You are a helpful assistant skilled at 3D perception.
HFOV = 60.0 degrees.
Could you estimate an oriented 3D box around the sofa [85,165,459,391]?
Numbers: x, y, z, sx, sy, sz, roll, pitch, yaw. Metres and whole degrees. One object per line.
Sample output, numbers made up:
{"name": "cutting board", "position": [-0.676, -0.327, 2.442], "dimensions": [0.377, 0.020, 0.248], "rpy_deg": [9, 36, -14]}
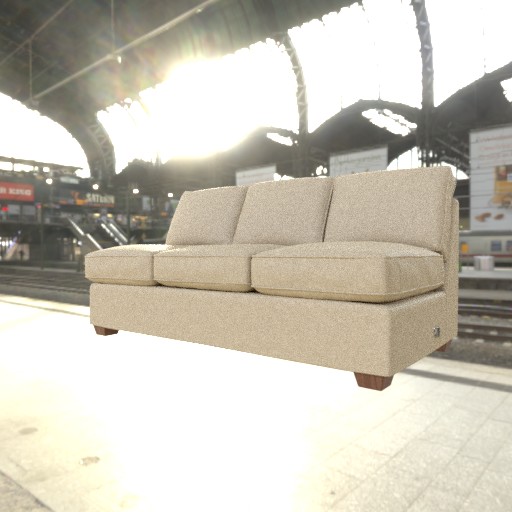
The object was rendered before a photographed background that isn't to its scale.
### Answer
{"name": "sofa", "position": [0.000, 0.000, 2.539], "dimensions": [1.962, 0.973, 1.027], "rpy_deg": [0, 1, 38]}
